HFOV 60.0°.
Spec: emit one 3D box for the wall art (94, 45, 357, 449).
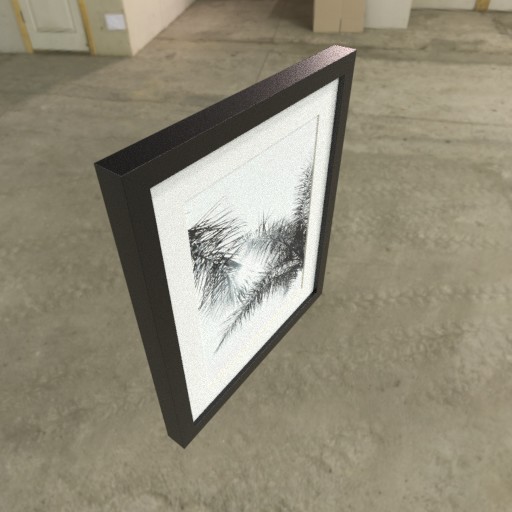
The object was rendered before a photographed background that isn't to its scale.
[{"bbox_3d":[0.000,0.000,0.514,0.028,0.380,0.325,27,48,27],"label":"wall art"}]
